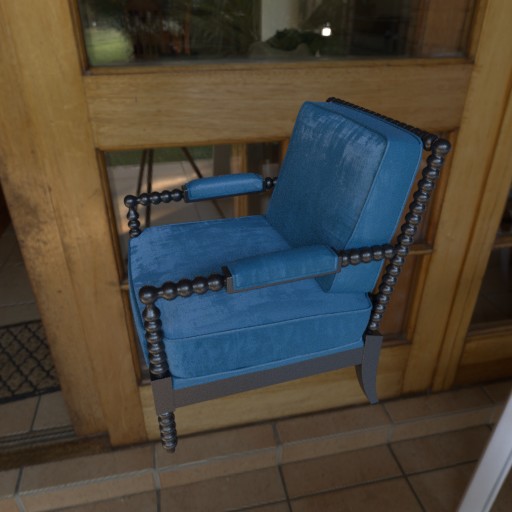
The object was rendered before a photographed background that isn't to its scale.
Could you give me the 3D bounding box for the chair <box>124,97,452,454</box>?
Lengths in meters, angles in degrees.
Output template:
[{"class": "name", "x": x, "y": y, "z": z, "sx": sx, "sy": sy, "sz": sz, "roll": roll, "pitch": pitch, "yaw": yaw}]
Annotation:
[{"class": "chair", "x": 0.000, "y": 0.000, "z": 1.421, "sx": 0.805, "sy": 0.857, "sz": 0.688, "roll": -9, "pitch": 31, "yaw": -15}]
